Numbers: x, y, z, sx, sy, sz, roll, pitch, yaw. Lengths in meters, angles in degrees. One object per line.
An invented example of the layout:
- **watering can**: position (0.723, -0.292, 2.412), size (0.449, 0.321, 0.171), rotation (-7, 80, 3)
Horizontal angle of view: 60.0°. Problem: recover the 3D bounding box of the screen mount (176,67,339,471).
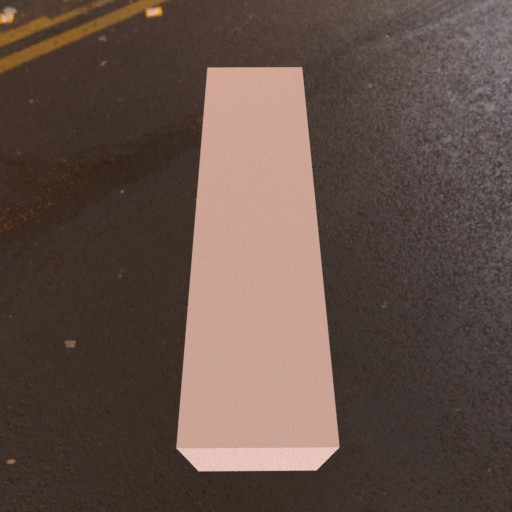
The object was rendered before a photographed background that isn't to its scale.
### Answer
- **screen mount**: position (0.000, 0.000, 1.741), size (0.400, 0.619, 1.490), rotation (0, 58, 0)
